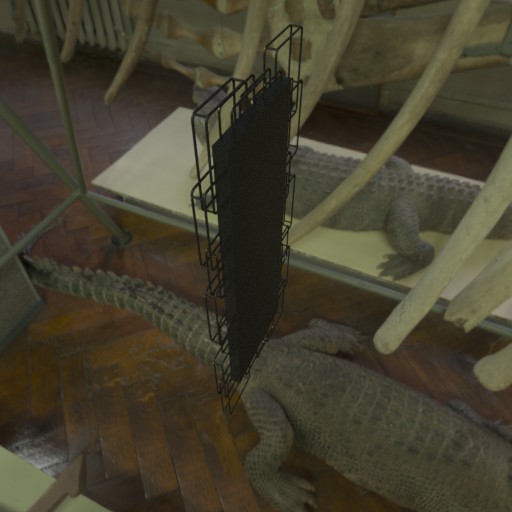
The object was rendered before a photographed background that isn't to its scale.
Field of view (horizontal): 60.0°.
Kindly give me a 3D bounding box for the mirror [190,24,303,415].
[{"bbox_3d":[0.000,0.000,1.370,0.037,1.192,0.565,18,49,16],"label":"mirror"}]
